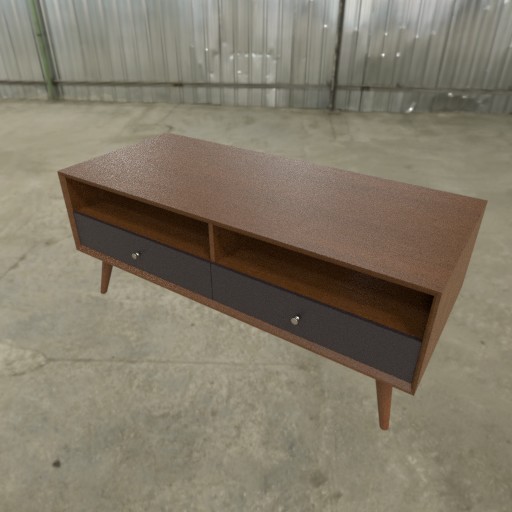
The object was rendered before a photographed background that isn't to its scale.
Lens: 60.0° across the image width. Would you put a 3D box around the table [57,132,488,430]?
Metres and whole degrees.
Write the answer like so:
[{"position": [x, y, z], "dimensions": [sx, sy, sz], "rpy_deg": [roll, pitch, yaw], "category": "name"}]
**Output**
[{"position": [0.000, 0.000, 1.359], "dimensions": [1.119, 0.464, 0.490], "rpy_deg": [19, 36, 28], "category": "table"}]
